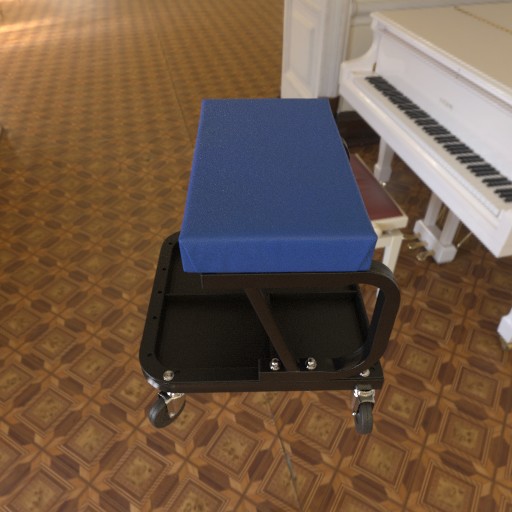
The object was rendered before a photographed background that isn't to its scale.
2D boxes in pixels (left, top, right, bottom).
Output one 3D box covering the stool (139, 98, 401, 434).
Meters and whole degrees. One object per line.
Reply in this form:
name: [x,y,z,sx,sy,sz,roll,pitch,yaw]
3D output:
stool: [0.000,0.000,0.724,0.371,0.380,0.446,-1,42,-1]
